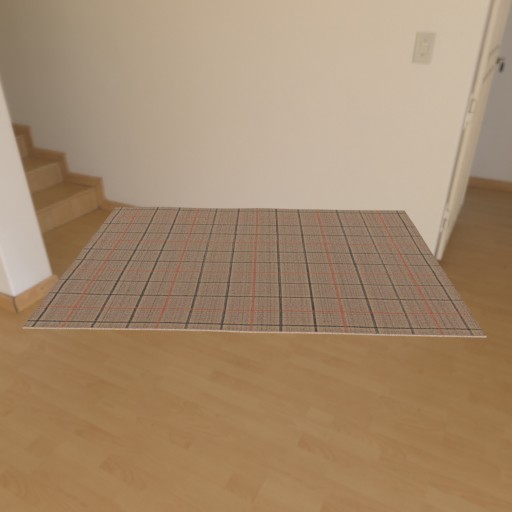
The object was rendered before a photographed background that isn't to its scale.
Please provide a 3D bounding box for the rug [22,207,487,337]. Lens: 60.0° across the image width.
[{"bbox_3d":[0.000,0.000,2.275,1.829,0.013,1.220,1,29,2],"label":"rug"}]
